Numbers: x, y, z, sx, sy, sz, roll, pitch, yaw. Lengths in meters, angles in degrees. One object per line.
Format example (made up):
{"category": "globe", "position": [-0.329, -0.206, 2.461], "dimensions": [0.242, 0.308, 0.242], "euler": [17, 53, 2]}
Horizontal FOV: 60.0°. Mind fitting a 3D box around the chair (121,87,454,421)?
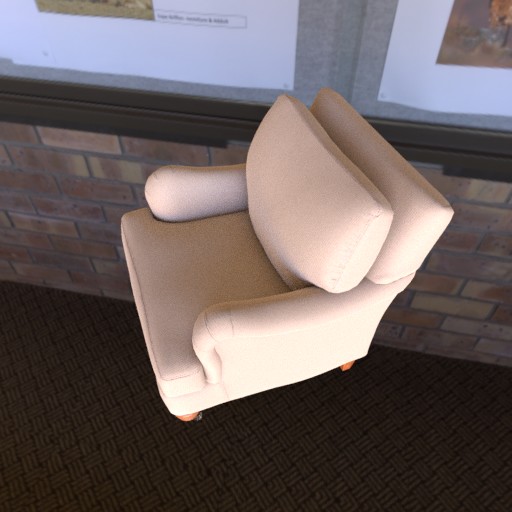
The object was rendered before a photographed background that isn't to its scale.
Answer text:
{"category": "chair", "position": [0.000, 0.000, 1.918], "dimensions": [1.070, 1.038, 0.955], "euler": [-15, 49, -14]}
